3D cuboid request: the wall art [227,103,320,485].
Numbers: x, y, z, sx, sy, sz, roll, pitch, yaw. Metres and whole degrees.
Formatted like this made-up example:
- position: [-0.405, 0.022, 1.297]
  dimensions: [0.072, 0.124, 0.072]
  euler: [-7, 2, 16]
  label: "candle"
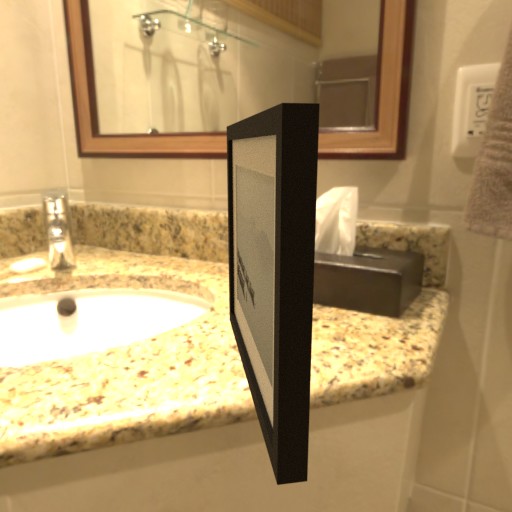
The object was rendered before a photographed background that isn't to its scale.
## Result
- position: [0.000, 0.000, 0.550]
  dimensions: [0.028, 0.325, 0.397]
  euler: [-2, 14, -9]
  label: "wall art"
